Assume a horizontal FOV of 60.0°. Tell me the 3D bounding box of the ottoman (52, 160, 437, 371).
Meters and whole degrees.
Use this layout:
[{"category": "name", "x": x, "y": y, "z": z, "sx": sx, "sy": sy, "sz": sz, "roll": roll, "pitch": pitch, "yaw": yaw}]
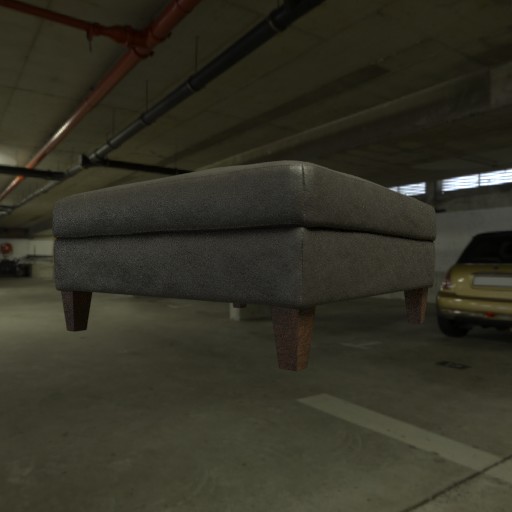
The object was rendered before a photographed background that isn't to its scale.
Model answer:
[{"category": "ottoman", "x": 0.000, "y": 0.000, "z": 1.309, "sx": 0.836, "sy": 0.415, "sz": 0.844, "roll": 0, "pitch": 0, "yaw": 37}]
